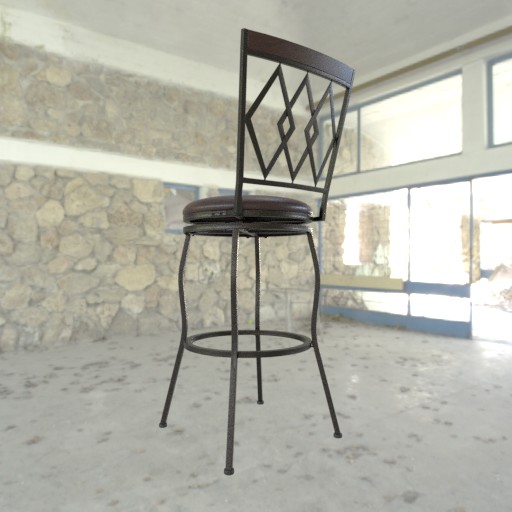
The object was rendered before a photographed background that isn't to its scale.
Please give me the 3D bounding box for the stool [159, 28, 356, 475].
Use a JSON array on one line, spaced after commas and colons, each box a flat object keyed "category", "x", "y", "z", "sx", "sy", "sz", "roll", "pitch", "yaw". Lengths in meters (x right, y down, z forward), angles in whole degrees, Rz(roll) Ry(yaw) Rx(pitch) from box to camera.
[{"category": "stool", "x": 0.000, "y": 0.000, "z": 1.405, "sx": 0.432, "sy": 1.134, "sz": 0.521, "roll": 1, "pitch": -1, "yaw": -36}]
